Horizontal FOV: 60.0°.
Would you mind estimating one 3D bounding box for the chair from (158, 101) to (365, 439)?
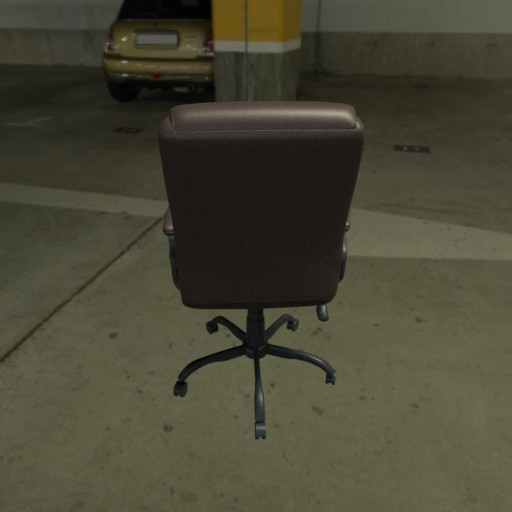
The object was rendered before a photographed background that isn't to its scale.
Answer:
[{"bbox_3d":[0.000,0.000,1.477,0.615,1.072,0.655,-1,29,-3],"label":"chair"}]
